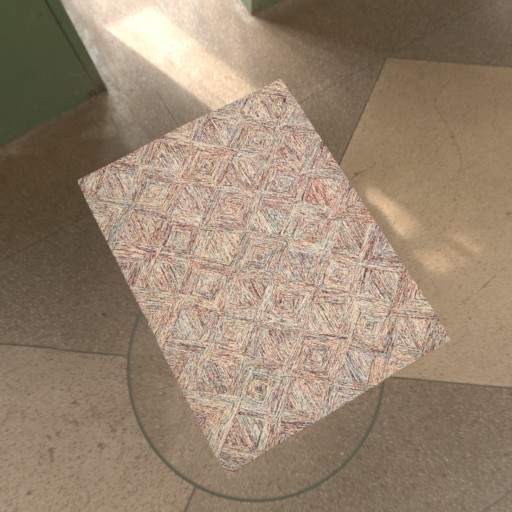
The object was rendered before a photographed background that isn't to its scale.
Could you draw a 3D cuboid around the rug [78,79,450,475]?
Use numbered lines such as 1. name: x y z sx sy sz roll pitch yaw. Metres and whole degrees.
1. rug: 0.000 0.000 4.362 2.436 0.024 3.226 -29 78 -6
